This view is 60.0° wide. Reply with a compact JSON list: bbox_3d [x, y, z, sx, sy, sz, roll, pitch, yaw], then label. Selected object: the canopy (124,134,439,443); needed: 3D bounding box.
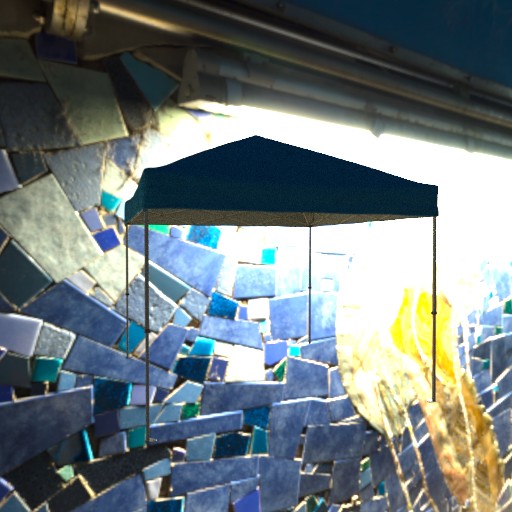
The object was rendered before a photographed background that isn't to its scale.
[{"bbox_3d":[0.000,0.000,5.500,2.998,2.997,2.996,0,1,-19],"label":"canopy"}]
